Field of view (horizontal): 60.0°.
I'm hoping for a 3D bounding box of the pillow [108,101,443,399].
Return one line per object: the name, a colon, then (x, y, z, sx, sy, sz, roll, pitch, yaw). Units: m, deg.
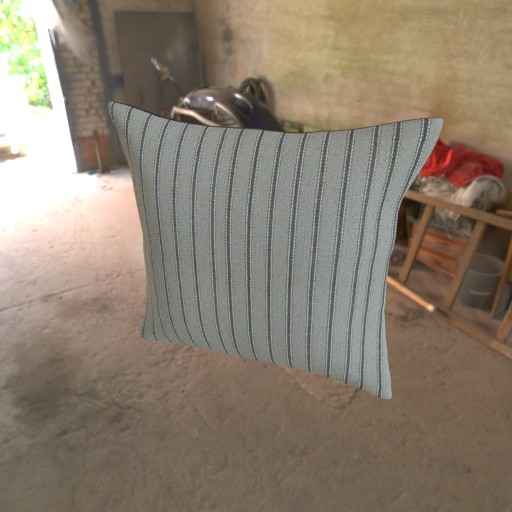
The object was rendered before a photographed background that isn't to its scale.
pillow: (0.000, 0.000, 0.686, 0.468, 0.444, 0.138, 9, 30, 17)
